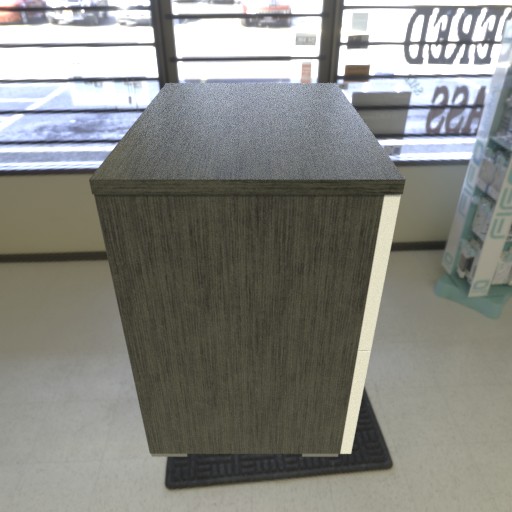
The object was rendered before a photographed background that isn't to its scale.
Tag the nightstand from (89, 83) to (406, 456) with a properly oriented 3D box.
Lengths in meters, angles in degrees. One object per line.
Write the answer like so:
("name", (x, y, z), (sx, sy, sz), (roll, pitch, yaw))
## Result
("nightstand", (0.000, 0.000, 0.741), (0.325, 0.460, 0.441), (0, 33, 0))
